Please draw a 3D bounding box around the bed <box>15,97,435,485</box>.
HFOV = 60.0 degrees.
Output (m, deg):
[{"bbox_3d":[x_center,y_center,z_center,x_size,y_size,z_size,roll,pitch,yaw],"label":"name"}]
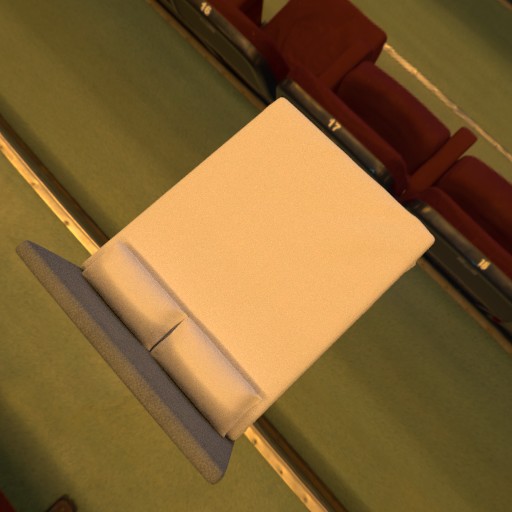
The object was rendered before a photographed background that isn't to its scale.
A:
[{"bbox_3d":[0.000,0.000,3.078,2.142,1.330,1.713,-42,80,-9],"label":"bed"}]
